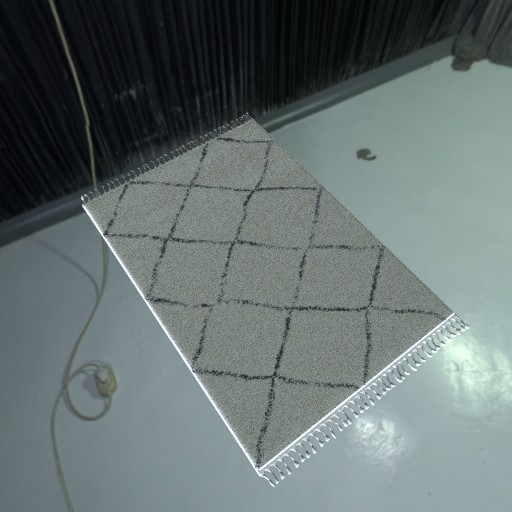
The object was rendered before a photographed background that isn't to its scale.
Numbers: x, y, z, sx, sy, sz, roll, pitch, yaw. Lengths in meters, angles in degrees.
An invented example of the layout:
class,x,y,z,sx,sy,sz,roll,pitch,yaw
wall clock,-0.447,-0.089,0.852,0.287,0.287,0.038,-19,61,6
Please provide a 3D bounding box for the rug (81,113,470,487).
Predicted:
class,x,y,z,sx,sy,sz,roll,pitch,yaw
rug,0.000,0.000,2.906,1.494,0.031,2.307,-32,64,-18
